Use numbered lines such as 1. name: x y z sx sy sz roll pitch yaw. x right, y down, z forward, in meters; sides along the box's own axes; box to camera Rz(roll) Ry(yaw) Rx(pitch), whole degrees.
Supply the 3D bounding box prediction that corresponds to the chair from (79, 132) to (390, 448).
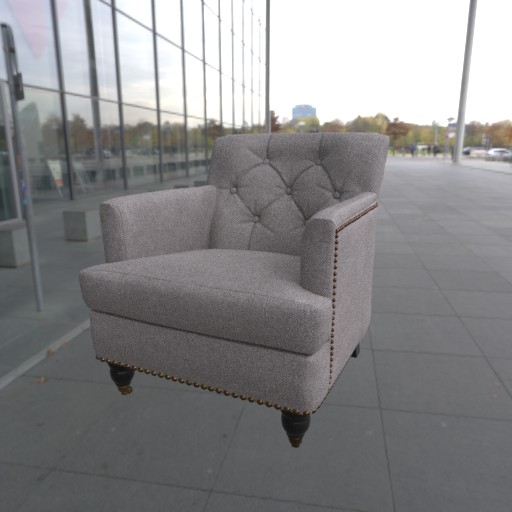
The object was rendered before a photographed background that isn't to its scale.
1. chair: 0.000 0.000 1.499 0.737 0.823 0.902 7 15 25
